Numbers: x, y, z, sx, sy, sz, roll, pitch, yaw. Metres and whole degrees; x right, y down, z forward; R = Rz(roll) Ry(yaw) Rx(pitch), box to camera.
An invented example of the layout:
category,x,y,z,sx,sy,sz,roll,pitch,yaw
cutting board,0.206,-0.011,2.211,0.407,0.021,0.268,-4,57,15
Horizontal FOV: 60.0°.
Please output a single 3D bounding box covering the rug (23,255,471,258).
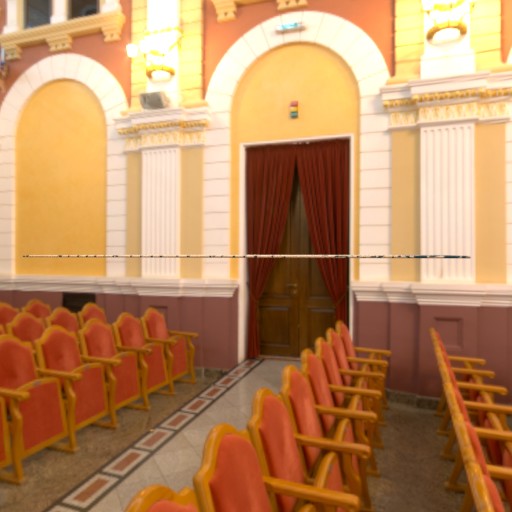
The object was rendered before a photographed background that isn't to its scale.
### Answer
category,x,y,z,sx,sy,sz,roll,pitch,yaw
rug,0.000,0.000,2.968,2.435,0.011,1.517,0,0,19
